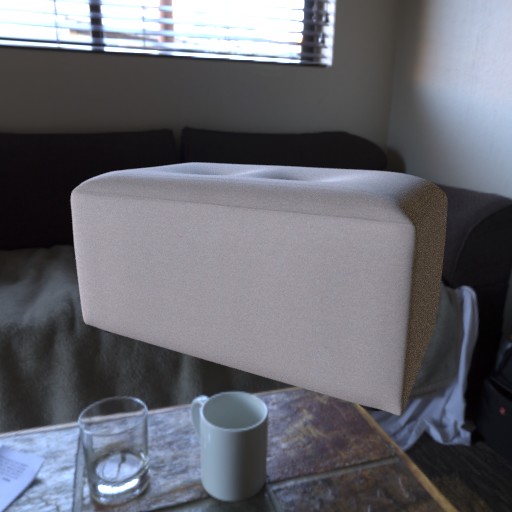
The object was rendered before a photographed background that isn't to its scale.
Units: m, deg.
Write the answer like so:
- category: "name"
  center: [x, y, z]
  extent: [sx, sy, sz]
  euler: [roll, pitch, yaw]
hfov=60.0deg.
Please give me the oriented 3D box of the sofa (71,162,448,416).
- category: "sofa"
  center: [0.000, 0.000, 1.236]
  extent: [0.930, 0.470, 0.480]
  euler: [9, 18, 27]
